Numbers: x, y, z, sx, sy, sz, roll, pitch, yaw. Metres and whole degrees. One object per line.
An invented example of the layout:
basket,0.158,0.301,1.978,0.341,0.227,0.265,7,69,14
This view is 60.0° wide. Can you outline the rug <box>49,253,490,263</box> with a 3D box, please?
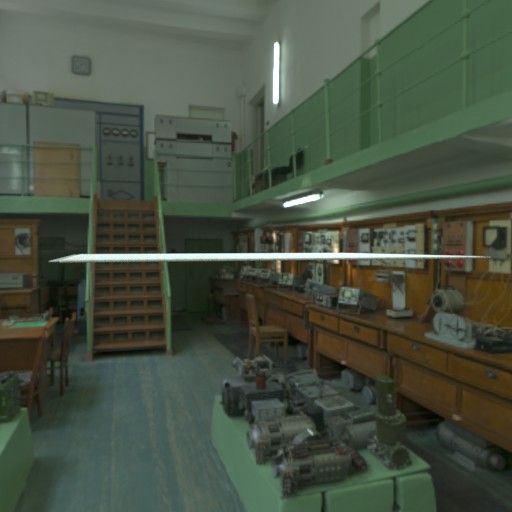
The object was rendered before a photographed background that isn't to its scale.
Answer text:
rug,0.000,0.000,2.811,2.233,0.011,1.514,0,1,-19
